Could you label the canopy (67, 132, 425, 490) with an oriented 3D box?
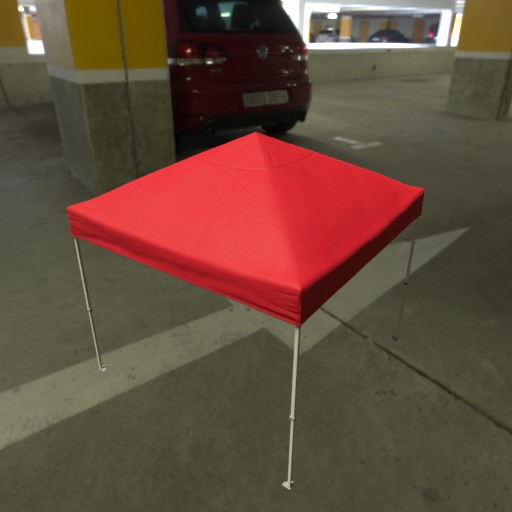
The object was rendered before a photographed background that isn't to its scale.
[{"bbox_3d":[0.000,0.000,5.467,2.998,2.997,2.996,18,32,32],"label":"canopy"}]
